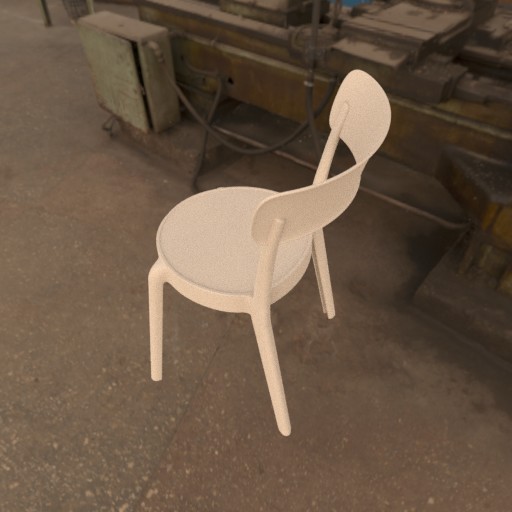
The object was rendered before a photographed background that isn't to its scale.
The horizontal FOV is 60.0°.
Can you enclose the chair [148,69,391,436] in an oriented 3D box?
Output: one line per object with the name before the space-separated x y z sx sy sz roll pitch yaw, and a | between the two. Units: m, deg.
chair | 0.000 0.000 1.105 0.491 0.790 0.506 17 47 16
